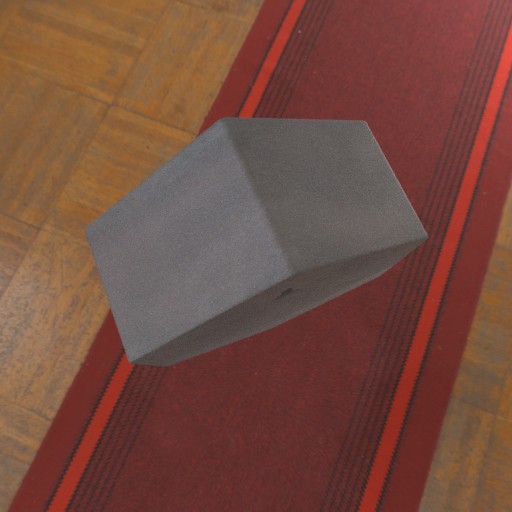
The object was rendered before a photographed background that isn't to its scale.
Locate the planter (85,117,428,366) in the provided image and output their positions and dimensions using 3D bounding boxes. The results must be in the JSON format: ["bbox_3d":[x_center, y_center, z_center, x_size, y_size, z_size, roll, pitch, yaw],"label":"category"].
[{"bbox_3d":[0.000,0.000,0.284,0.169,0.206,0.077,-22,76,-6],"label":"planter"}]
